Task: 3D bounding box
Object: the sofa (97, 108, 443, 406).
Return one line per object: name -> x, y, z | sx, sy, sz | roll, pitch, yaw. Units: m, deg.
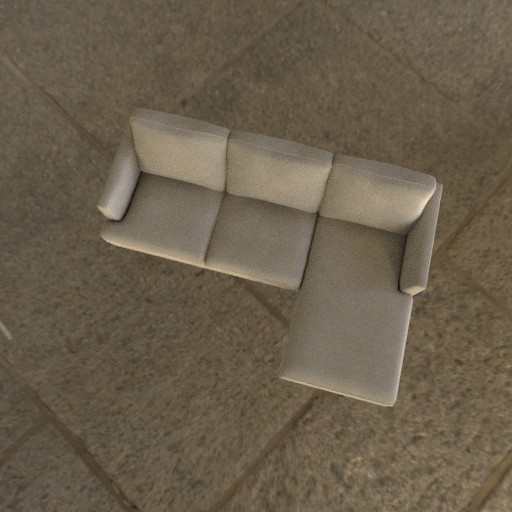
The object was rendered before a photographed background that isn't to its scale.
sofa -> 0.000, 0.000, 3.082 | 2.233, 0.956, 1.504 | 14, 75, 4
